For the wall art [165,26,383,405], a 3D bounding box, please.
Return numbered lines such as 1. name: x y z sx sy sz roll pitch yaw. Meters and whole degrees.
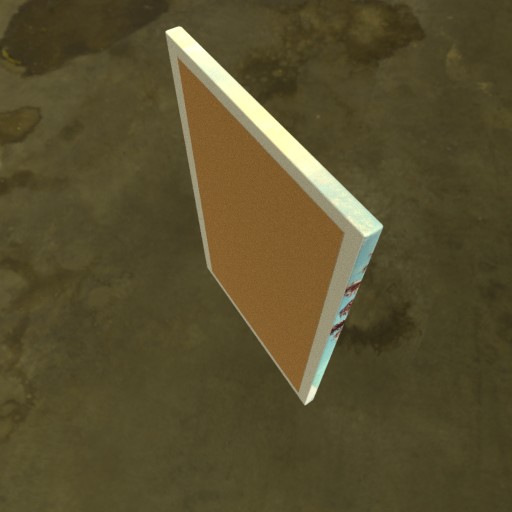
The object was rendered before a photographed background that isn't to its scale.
1. wall art: 0.000 0.000 1.140 0.037 0.915 0.605 -29 62 -17
